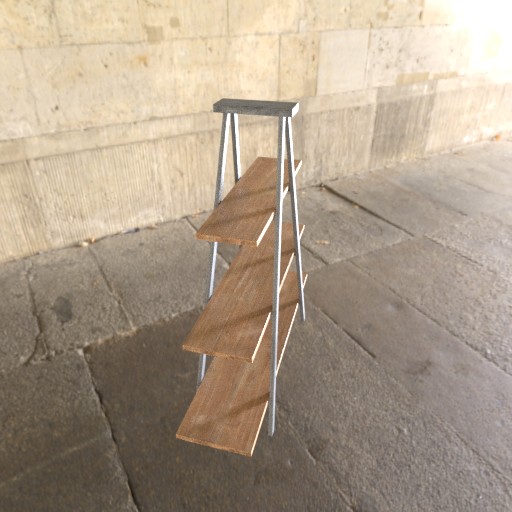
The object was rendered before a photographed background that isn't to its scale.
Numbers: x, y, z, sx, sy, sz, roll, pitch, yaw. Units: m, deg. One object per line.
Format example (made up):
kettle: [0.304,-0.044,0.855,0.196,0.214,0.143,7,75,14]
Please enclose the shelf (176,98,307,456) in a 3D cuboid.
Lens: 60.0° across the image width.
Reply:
shelf: [0.000,0.000,2.725,0.508,1.808,1.746,8,32,13]
